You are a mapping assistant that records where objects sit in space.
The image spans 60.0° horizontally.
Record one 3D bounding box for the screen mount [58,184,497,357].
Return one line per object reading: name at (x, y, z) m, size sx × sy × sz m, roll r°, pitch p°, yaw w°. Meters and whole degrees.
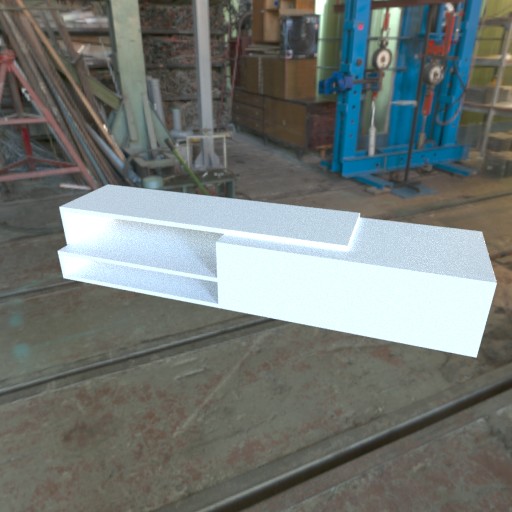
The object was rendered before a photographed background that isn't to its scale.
screen mount at (0.000, 0.000, 1.821) m, size 1.680 × 0.320 × 0.420 m, roll 9°, pitch 27°, yaw 17°
